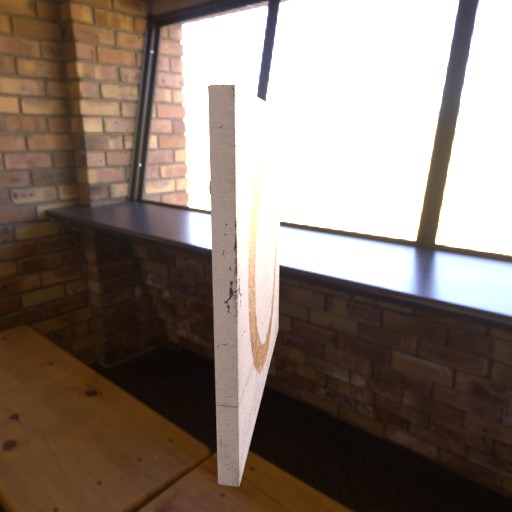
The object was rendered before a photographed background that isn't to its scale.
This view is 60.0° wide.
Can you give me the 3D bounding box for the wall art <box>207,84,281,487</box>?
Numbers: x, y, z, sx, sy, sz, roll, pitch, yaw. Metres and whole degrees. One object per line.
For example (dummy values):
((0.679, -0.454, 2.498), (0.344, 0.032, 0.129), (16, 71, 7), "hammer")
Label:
((0.000, 0.000, 0.927), (0.040, 0.611, 0.610), (2, 15, 8), "wall art")
